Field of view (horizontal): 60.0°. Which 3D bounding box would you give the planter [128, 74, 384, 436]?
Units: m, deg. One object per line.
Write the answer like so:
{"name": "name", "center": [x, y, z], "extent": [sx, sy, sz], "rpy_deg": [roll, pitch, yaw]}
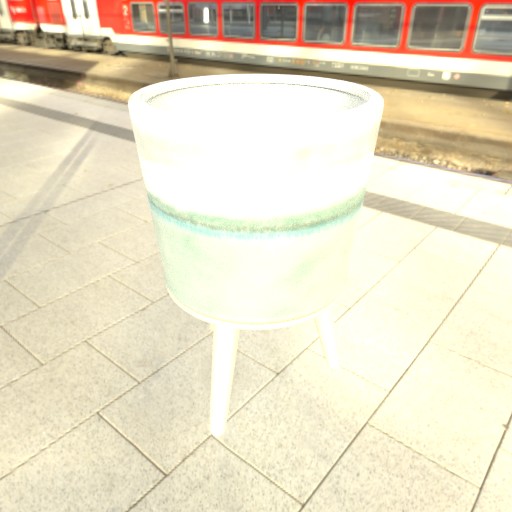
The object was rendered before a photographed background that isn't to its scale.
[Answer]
{"name": "planter", "center": [0.000, 0.000, 0.571], "extent": [0.265, 0.404, 0.265], "rpy_deg": [21, 37, 32]}
